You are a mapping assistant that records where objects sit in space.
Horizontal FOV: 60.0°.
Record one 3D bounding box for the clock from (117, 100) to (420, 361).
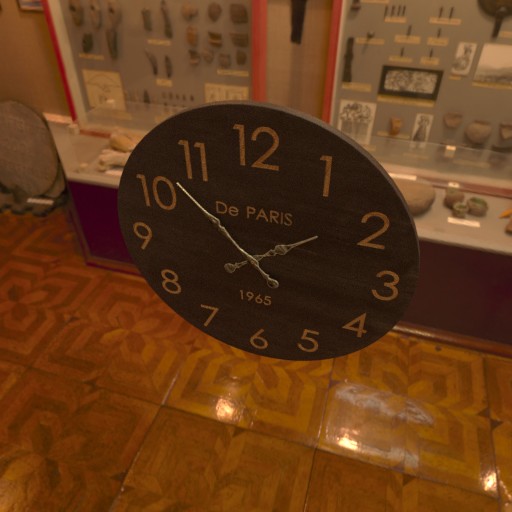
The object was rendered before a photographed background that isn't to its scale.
[{"bbox_3d":[0.000,0.000,0.859,0.595,0.595,0.029,12,41,14],"label":"clock"}]
